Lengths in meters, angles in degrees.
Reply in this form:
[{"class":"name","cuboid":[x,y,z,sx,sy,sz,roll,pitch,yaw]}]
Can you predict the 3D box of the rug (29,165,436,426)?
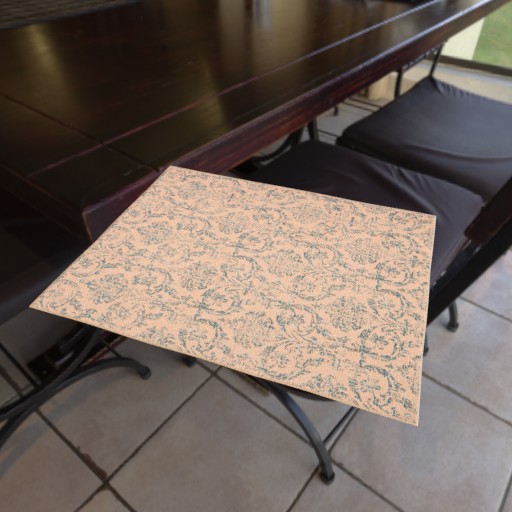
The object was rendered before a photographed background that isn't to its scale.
[{"class":"rug","cuboid":[0.000,0.000,3.973,2.980,0.012,2.363,13,43,15]}]
